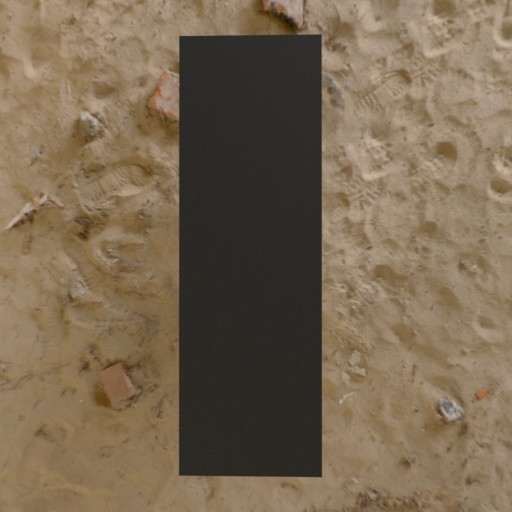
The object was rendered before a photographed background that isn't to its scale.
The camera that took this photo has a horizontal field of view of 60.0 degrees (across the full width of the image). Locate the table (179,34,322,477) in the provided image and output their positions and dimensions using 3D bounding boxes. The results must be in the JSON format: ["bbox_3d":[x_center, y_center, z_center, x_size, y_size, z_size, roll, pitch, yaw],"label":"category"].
[{"bbox_3d":[0.000,0.000,1.632,0.400,0.855,1.200,0,90,1],"label":"table"}]
